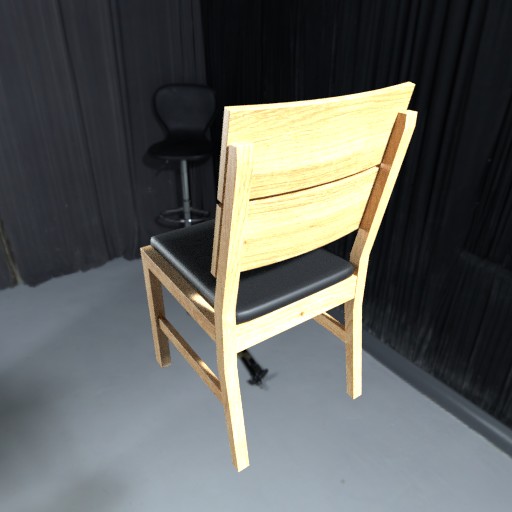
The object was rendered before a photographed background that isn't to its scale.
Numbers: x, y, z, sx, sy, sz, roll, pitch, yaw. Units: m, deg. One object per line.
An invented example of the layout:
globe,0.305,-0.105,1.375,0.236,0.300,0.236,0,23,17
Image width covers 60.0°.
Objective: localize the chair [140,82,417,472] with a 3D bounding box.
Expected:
chair,0.000,0.000,1.261,0.475,0.950,0.569,-19,35,-30
